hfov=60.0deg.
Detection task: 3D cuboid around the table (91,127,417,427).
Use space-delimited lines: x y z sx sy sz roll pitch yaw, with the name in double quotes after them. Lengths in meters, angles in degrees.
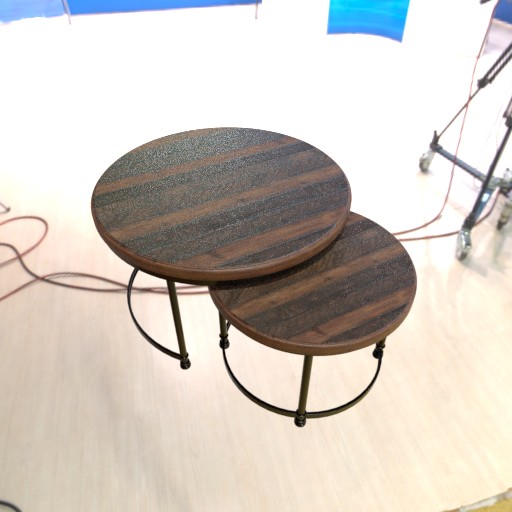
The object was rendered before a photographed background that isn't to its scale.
0.000 0.000 1.615 1.152 0.516 0.870 26 48 26 "table"
